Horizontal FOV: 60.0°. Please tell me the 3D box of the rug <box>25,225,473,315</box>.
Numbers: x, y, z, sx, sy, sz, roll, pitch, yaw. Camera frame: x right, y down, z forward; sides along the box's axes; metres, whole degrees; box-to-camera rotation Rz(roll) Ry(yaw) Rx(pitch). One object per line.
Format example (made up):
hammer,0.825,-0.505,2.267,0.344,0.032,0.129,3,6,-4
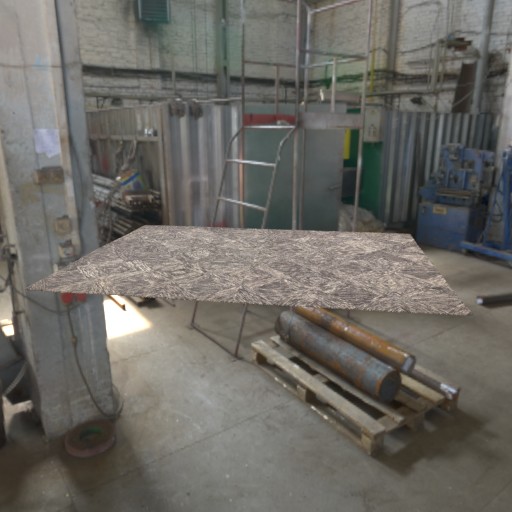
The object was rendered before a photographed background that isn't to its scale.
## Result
rug,0.000,0.000,5.360,4.093,0.020,2.997,2,16,8
